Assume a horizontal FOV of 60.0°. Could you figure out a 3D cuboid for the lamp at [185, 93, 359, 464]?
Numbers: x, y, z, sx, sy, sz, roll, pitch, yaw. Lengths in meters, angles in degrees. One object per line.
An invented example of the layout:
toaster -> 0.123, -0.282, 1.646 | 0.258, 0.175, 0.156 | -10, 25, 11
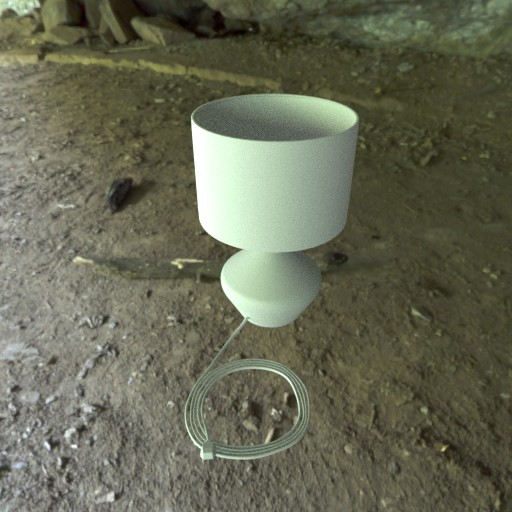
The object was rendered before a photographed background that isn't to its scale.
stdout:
lamp -> 0.000, 0.000, 0.832 | 0.401, 0.457, 0.546 | 23, 40, 30
